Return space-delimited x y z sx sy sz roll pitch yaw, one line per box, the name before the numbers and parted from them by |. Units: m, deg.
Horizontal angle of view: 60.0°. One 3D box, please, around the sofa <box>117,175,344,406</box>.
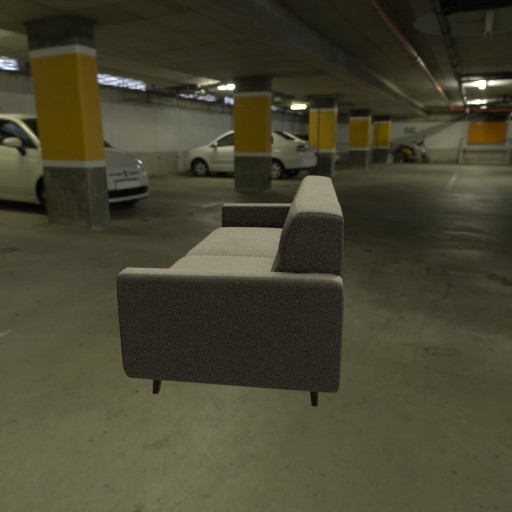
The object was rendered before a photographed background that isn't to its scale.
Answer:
sofa | 0.000 0.000 2.623 0.909 0.841 2.029 2 14 8
